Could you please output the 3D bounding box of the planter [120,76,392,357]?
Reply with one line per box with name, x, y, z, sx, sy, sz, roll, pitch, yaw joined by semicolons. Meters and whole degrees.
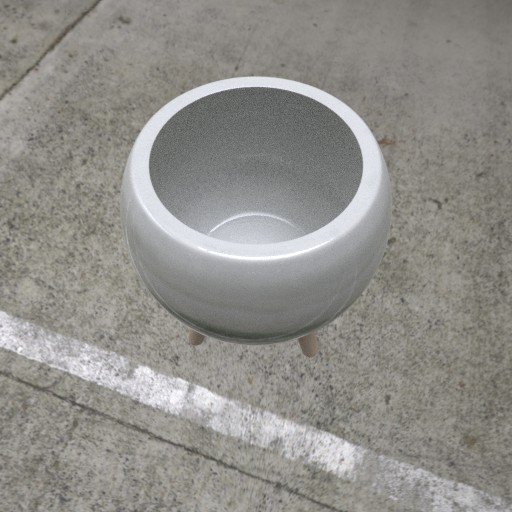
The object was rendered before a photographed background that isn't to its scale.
planter;0.000;0.000;0.438;0.222;0.278;0.222;0;58;0
